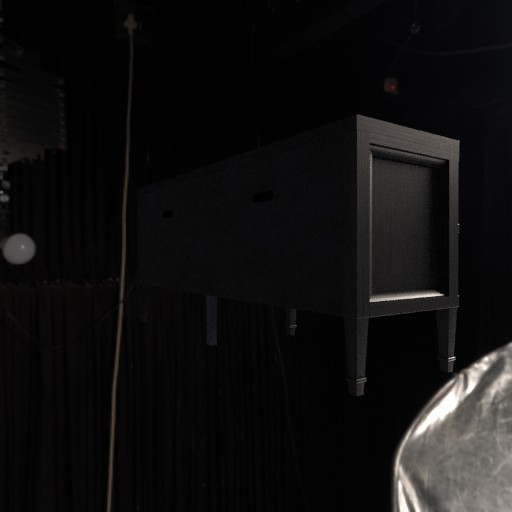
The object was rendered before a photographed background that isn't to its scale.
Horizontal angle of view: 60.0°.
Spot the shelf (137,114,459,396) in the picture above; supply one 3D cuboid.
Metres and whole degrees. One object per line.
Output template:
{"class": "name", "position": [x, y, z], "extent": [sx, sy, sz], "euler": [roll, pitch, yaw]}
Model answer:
{"class": "shelf", "position": [0.000, 0.000, 1.900], "extent": [0.479, 0.719, 1.575], "euler": [0, 0, -35]}
